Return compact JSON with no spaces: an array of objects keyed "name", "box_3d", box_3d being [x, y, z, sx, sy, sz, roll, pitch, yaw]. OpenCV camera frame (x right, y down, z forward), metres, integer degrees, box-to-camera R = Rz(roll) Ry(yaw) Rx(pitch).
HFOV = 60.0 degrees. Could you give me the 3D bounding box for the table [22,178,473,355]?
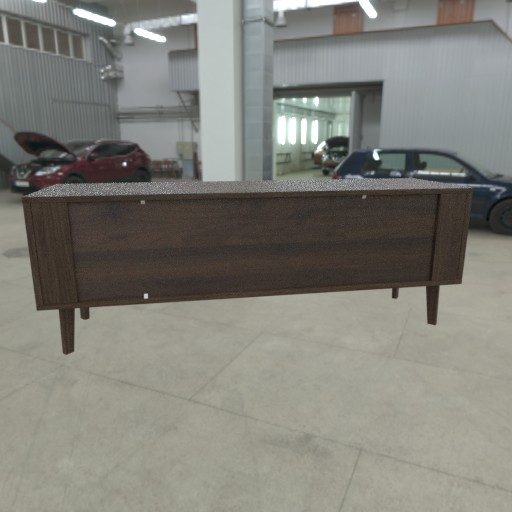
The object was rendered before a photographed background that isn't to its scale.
[{"name":"table","box_3d":[0.000,0.000,1.608,1.397,0.508,0.405,-3,15,-10]}]
